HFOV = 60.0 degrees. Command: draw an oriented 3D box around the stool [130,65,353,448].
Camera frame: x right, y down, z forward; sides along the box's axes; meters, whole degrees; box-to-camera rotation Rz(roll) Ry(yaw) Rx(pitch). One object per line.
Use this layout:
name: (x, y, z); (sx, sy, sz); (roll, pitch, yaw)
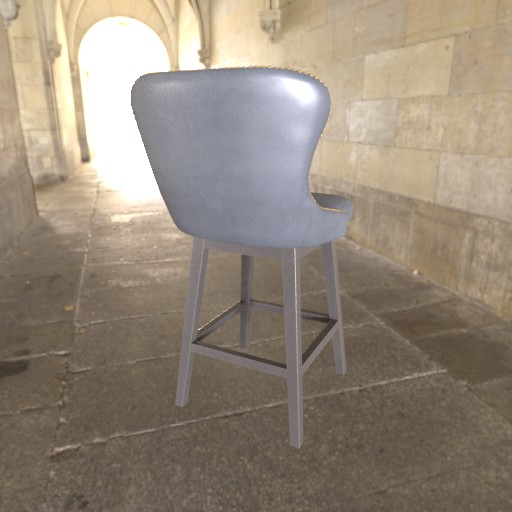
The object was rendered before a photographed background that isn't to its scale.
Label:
stool: (0.000, 0.000, 1.301); (0.528, 0.971, 0.593); (9, 19, 26)
